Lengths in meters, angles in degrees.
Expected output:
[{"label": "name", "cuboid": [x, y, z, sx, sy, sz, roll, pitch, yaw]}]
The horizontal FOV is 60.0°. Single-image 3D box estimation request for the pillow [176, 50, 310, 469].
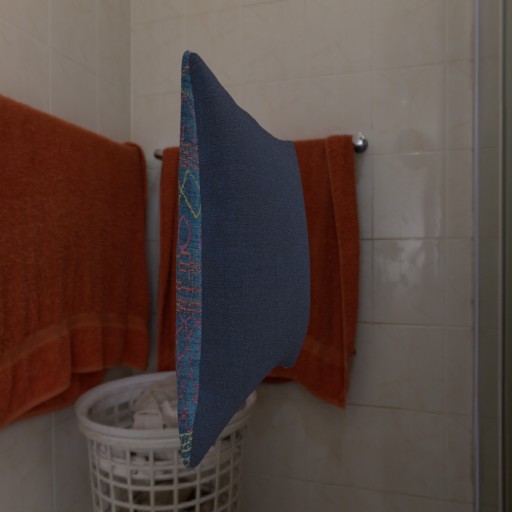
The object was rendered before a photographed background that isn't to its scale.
[{"label": "pillow", "cuboid": [0.000, 0.000, 0.645, 0.141, 0.431, 0.431, 0, 1, 18]}]
